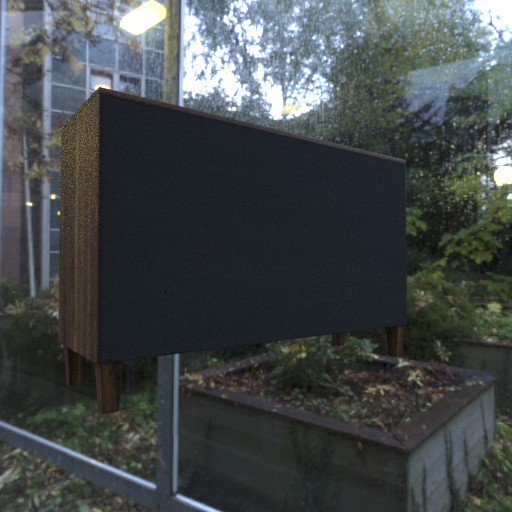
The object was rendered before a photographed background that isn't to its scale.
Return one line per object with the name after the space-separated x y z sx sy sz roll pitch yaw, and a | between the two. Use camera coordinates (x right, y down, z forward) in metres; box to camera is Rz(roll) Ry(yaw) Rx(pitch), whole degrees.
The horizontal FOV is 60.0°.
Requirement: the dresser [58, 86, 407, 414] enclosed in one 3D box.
0.000 0.000 1.783 1.387 0.892 0.438 1 -2 -37 | dresser
